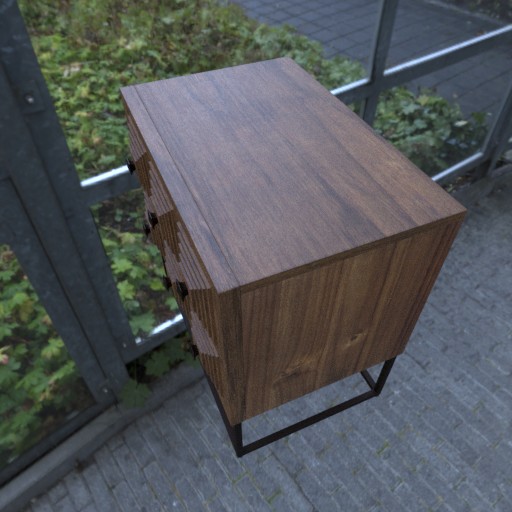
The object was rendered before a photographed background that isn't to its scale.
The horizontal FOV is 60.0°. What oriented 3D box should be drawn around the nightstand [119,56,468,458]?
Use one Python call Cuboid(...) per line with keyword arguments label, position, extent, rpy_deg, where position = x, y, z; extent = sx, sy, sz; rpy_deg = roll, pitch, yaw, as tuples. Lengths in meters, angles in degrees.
Cuboid(label="nightstand", position=(0.000, 0.000, 1.024), extent=(0.437, 0.610, 0.610), rpy_deg=(-18, 49, -16))
